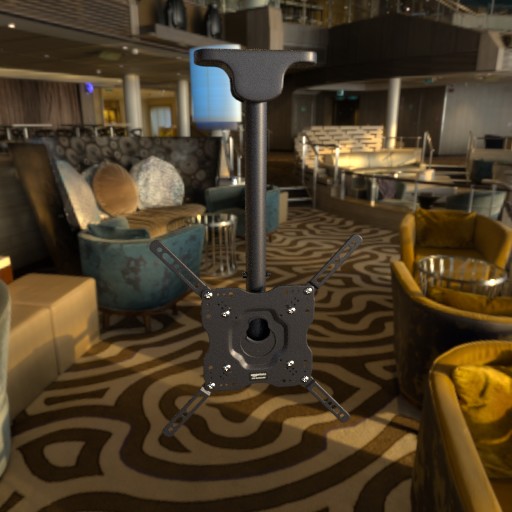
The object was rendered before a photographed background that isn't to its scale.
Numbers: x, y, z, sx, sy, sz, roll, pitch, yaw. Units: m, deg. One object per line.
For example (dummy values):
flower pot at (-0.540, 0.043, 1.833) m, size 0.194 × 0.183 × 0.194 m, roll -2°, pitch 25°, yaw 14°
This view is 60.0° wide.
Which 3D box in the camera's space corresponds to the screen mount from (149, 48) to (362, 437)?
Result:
screen mount at (0.000, 0.000, 0.864) m, size 0.393 × 0.729 × 0.090 m, roll -2°, pitch 16°, yaw -7°
